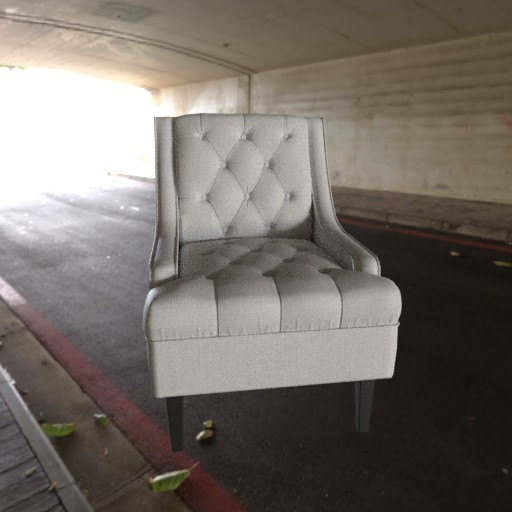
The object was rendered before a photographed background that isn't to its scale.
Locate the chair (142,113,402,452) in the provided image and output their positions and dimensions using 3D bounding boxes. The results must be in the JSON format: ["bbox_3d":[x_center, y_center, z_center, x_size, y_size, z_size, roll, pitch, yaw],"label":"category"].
[{"bbox_3d":[0.000,0.000,1.405,0.658,0.891,0.772,-2,16,-8],"label":"chair"}]
